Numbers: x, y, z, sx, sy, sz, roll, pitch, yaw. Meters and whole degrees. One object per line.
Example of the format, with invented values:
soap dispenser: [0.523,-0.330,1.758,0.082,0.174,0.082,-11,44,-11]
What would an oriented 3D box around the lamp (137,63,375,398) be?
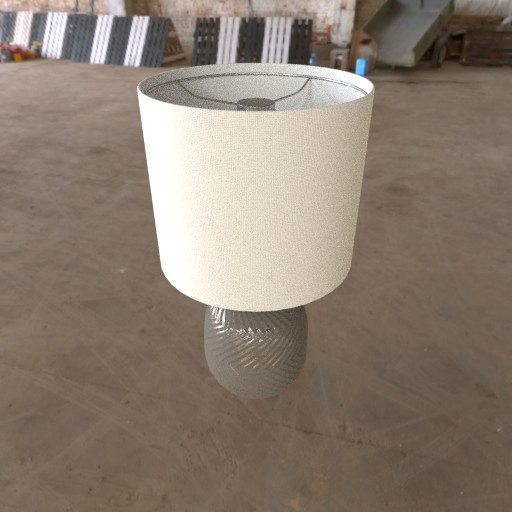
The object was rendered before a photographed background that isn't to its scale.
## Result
lamp: [0.000,0.000,0.492,0.207,0.366,0.207,21,38,29]
